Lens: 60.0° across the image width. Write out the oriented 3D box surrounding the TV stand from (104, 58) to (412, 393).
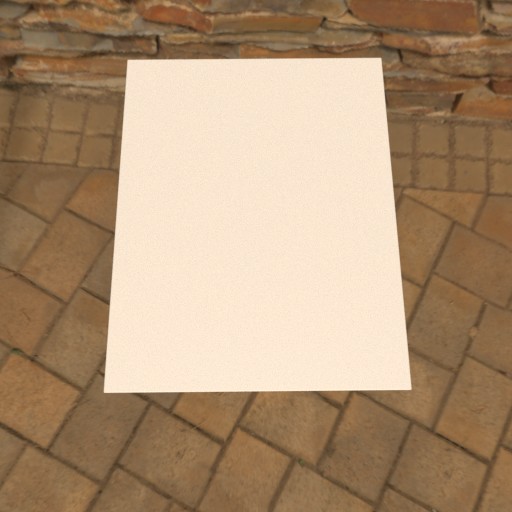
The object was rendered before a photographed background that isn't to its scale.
[{"bbox_3d":[0.000,0.000,0.915,0.405,0.559,0.508,-1,76,0],"label":"TV stand"}]
